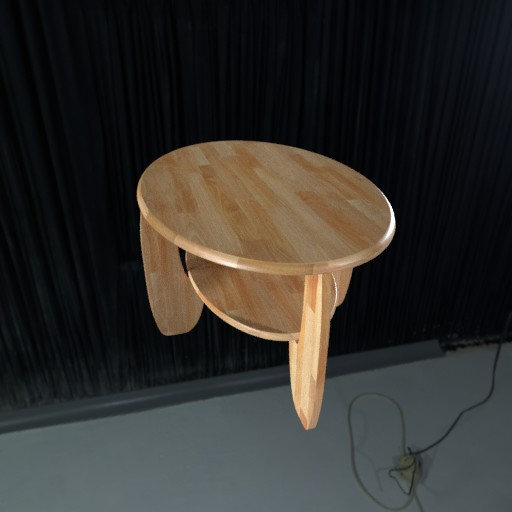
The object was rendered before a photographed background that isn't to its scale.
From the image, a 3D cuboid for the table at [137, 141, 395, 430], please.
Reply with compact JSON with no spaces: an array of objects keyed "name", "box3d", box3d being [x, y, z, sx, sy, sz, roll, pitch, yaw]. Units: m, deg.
[{"name":"table","box3d":[0.000,0.000,1.405,0.690,0.490,1.040,-8,29,-14]}]
